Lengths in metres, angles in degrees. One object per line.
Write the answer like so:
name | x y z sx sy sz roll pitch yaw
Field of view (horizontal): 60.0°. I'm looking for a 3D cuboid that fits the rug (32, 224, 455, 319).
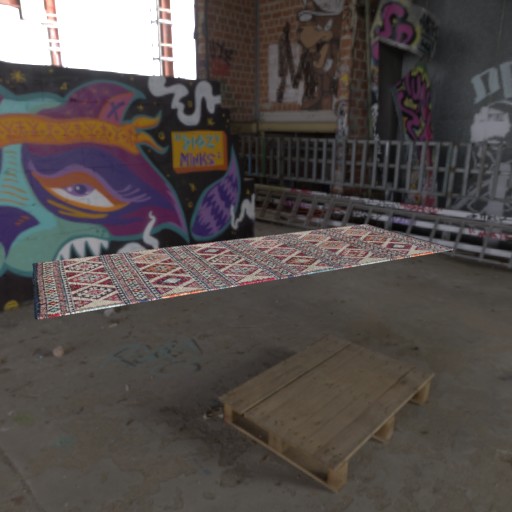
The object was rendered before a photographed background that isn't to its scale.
rug | 0.000 0.000 2.605 2.362 0.008 0.832 -8 18 -25
